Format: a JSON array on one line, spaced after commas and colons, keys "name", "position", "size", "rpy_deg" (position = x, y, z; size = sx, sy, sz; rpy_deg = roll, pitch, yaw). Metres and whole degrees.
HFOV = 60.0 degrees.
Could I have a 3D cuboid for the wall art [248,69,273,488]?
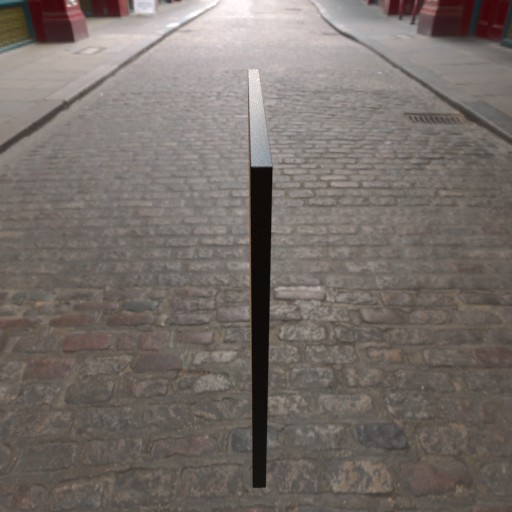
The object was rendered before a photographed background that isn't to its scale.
[{"name": "wall art", "position": [0.000, 0.000, 0.515], "size": [0.014, 0.349, 0.349], "rpy_deg": [-1, 32, -1]}]
